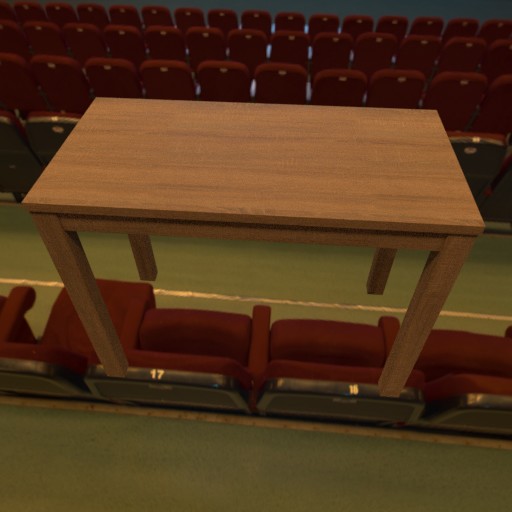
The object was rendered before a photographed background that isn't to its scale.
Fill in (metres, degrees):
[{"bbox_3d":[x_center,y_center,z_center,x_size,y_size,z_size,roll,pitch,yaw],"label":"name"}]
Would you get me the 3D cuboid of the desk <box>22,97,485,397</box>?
[{"bbox_3d":[0.000,0.000,1.388,0.991,0.762,0.495,3,46,3],"label":"desk"}]
